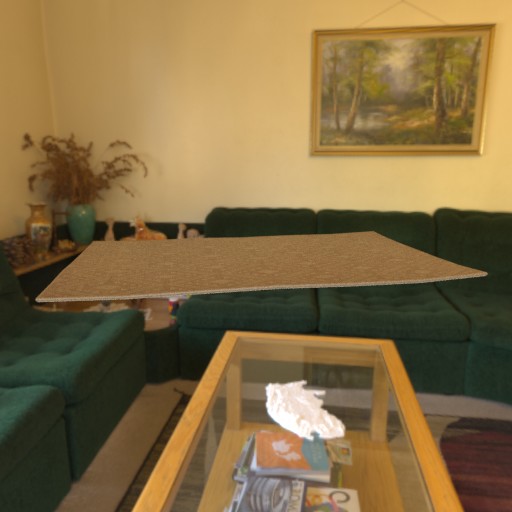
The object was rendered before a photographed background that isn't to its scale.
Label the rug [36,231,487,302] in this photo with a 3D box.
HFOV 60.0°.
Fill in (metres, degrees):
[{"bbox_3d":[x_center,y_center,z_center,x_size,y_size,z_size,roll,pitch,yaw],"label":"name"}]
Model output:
[{"bbox_3d":[0.000,0.000,3.086,2.430,0.053,1.553,-2,13,-10],"label":"rug"}]
